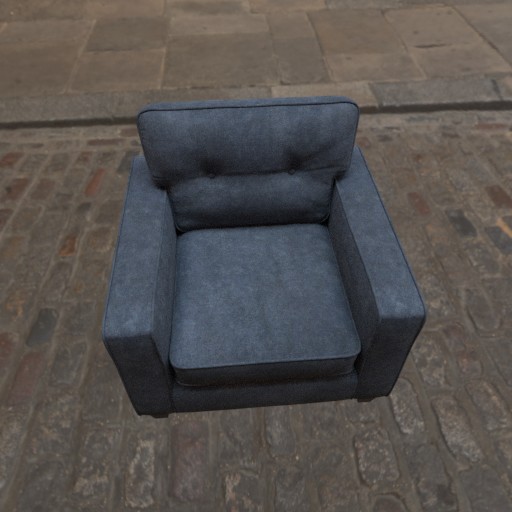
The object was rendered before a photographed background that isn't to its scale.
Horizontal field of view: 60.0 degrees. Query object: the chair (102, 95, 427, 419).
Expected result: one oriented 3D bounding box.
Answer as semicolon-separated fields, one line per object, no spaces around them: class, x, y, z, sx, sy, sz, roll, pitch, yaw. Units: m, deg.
chair;0.000;0.000;1.744;1.015;0.965;0.939;-3;48;-3
